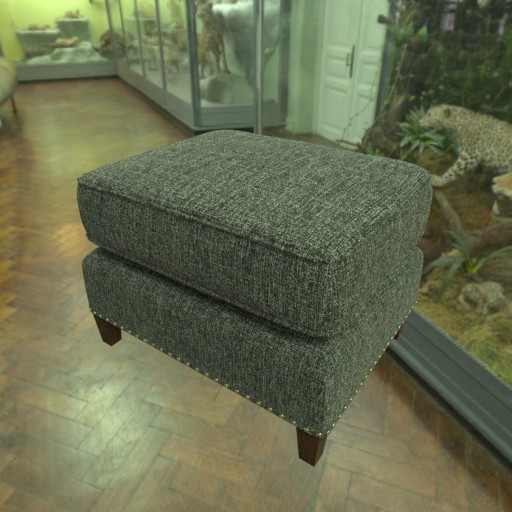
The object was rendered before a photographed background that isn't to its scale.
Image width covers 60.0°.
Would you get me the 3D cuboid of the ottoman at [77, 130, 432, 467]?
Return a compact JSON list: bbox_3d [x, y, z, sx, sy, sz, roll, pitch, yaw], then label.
[{"bbox_3d":[0.000,0.000,1.166,0.738,0.537,0.589,19,35,30],"label":"ottoman"}]
